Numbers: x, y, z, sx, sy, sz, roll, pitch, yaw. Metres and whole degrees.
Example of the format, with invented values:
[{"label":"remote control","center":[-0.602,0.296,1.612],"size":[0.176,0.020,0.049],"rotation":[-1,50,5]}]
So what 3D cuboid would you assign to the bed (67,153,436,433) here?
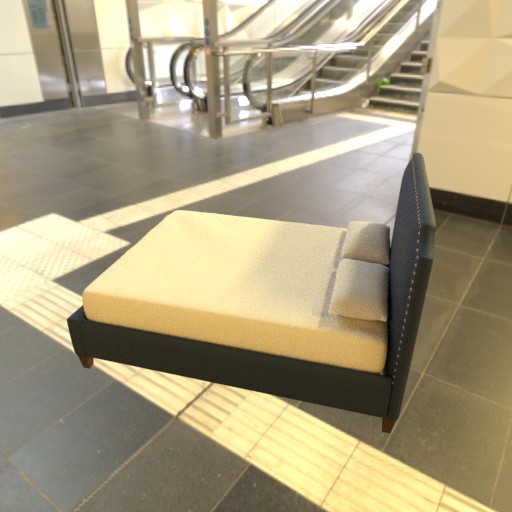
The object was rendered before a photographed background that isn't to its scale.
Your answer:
[{"label":"bed","center":[0.000,0.000,3.484],"size":[2.372,1.443,1.712],"rotation":[8,29,14]}]
